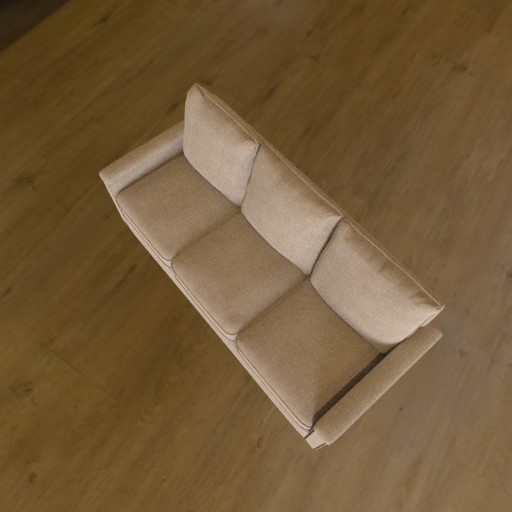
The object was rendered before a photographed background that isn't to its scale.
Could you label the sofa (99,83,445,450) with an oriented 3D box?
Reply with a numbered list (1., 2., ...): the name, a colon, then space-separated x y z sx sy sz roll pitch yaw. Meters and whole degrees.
1. sofa: 0.000 0.000 2.482 0.828 0.959 1.925 -37 69 -17
